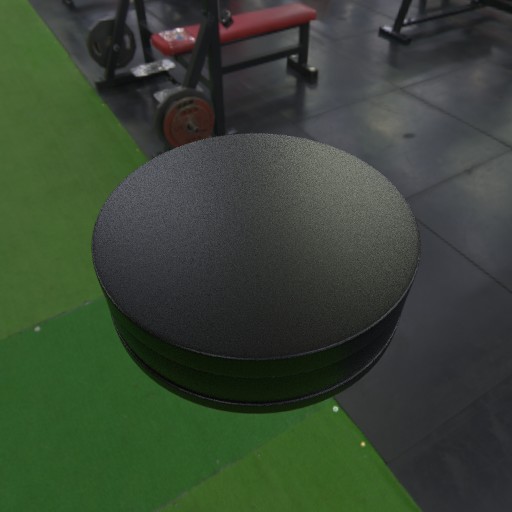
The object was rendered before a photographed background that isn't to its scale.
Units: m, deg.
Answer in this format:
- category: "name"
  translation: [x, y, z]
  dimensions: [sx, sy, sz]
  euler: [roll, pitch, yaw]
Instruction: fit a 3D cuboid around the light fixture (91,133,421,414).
- category: "light fixture"
  translation: [0.000, 0.000, 0.423]
  dimensions: [0.283, 0.097, 0.283]
  euler: [0, 46, 0]
